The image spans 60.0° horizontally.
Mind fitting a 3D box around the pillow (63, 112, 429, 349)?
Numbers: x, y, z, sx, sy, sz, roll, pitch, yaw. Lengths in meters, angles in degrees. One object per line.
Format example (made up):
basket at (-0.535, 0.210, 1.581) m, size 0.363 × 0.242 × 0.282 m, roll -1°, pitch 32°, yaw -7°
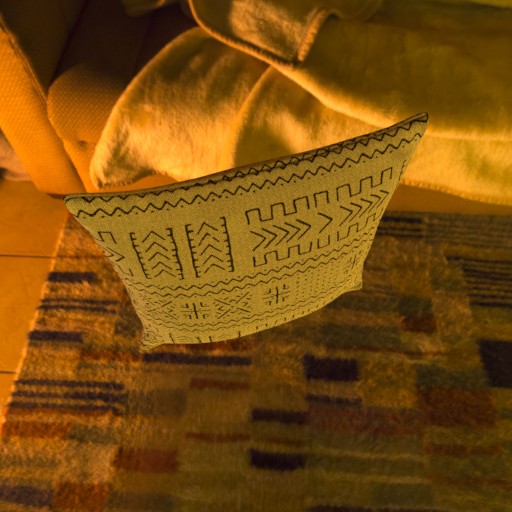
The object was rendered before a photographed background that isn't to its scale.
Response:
pillow at (0.000, 0.000, 0.673) m, size 0.438 × 0.430 × 0.164 m, roll -15°, pitch 59°, yaw -9°
